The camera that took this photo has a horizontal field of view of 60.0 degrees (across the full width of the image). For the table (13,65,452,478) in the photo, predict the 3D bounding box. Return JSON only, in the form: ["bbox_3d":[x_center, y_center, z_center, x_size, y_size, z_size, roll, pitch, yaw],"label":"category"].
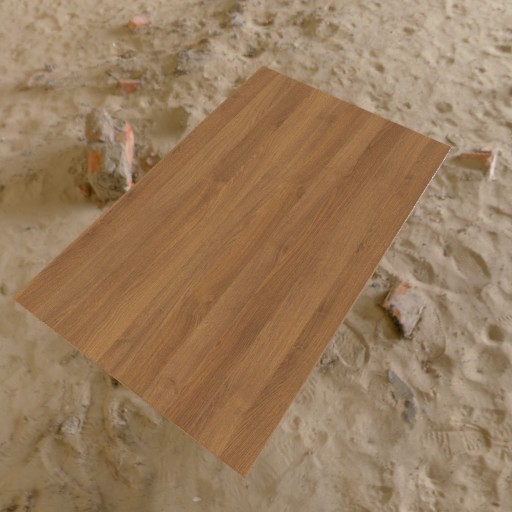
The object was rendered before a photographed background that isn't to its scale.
[{"bbox_3d":[0.000,0.000,1.411,0.700,0.442,1.100,30,63,17],"label":"table"}]
